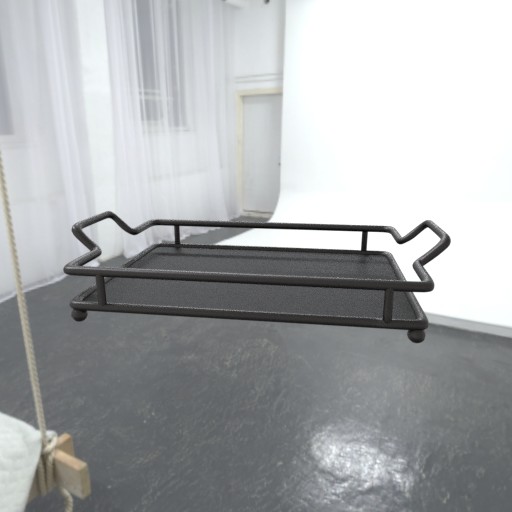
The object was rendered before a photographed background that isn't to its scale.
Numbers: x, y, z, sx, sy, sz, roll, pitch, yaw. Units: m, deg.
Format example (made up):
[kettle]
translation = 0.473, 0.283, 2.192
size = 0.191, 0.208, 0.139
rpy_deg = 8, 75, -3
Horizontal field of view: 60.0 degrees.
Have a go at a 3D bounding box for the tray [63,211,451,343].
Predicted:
[tray]
translation = 0.000, 0.000, 0.632
size = 0.495, 0.101, 0.297
rpy_deg = 2, 16, 8
